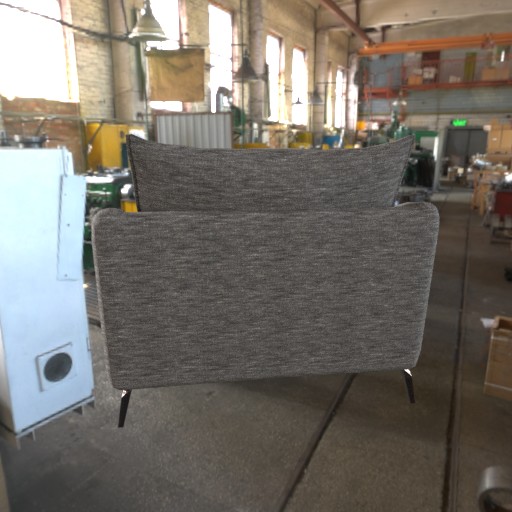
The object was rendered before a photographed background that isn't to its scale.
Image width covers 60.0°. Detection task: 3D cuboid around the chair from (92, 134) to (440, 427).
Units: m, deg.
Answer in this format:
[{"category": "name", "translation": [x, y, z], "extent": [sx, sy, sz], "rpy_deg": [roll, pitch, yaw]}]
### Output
[{"category": "chair", "translation": [0.000, 0.000, 1.604], "extent": [1.004, 0.842, 0.805], "rpy_deg": [-2, 15, -8]}]
